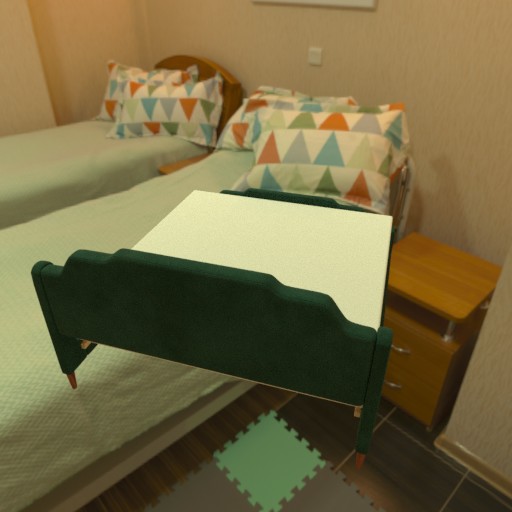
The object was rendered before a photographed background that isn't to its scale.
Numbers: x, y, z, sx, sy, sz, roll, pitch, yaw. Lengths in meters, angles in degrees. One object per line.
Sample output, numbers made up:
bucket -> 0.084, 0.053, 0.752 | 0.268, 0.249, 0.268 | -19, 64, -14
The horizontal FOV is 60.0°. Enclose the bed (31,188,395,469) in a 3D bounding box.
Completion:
bed -> 0.000, 0.000, 3.492 | 2.074, 1.245, 2.340 | 10, 33, 15
